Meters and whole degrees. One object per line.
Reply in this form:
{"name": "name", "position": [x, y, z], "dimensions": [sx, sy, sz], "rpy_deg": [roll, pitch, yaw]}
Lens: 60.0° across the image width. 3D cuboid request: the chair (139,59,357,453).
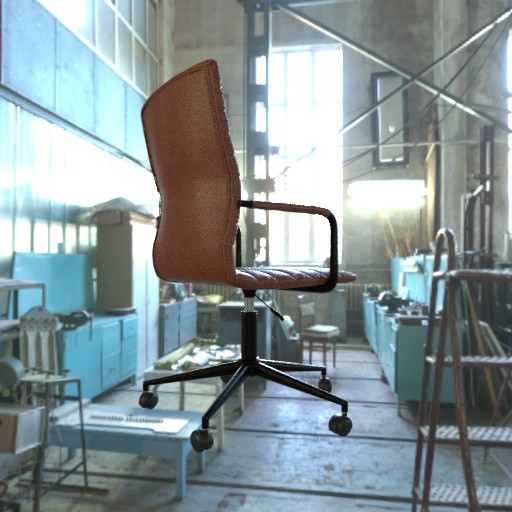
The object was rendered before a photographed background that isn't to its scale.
{"name": "chair", "position": [0.000, 0.000, 1.284], "dimensions": [0.578, 0.878, 0.600], "rpy_deg": [0, -1, -36]}
